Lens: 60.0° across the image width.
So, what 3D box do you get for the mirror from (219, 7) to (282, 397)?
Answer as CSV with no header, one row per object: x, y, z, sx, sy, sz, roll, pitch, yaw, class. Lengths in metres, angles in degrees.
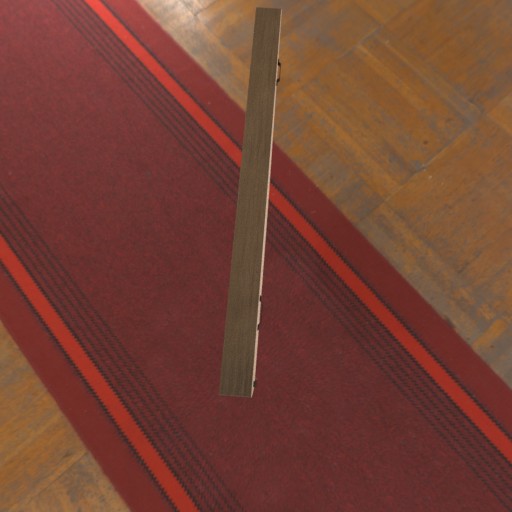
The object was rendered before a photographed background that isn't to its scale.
0.000,0.000,0.879,0.040,0.710,0.507,4,75,1,mirror
